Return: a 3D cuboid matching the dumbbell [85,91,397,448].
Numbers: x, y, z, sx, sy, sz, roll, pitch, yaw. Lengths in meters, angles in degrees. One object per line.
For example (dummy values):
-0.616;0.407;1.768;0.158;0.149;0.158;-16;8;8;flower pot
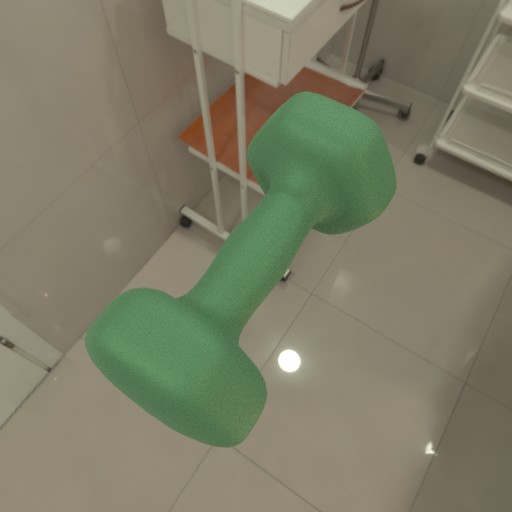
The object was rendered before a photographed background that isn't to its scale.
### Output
0.000;0.000;0.329;0.129;0.117;0.260;30;65;15;dumbbell
